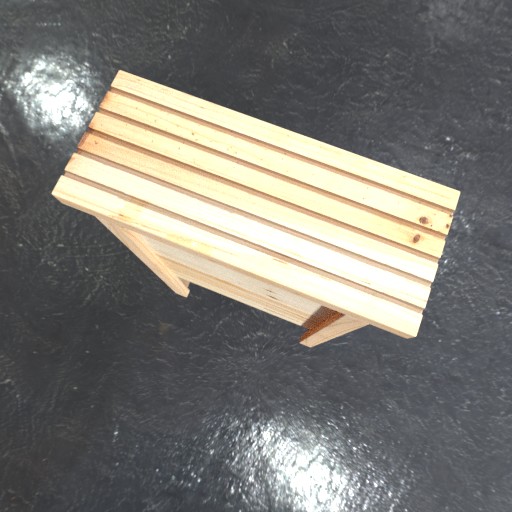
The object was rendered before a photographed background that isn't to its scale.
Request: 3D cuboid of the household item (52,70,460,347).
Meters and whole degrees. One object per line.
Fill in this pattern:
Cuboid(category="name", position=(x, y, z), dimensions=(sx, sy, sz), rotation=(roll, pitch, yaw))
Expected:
Cuboid(category="household item", position=(0.000, 0.000, 0.548), dimensions=(0.301, 0.407, 0.123), rotation=(21, 77, 5))
